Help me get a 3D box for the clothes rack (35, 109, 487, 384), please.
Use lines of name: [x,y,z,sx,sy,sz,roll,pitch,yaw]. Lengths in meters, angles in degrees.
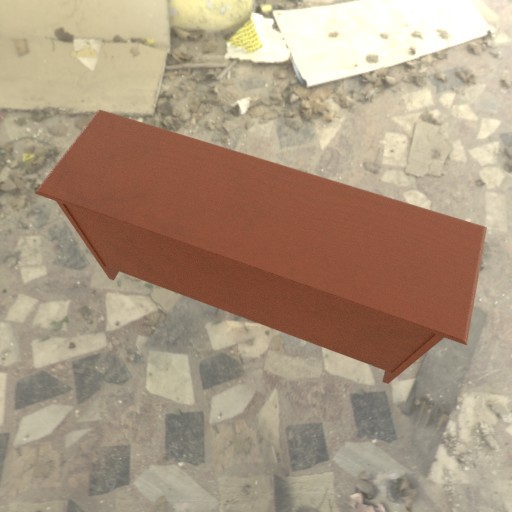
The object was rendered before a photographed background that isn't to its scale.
clothes rack: [0.000,0.000,1.519,1.251,0.594,0.362,19,64,10]
